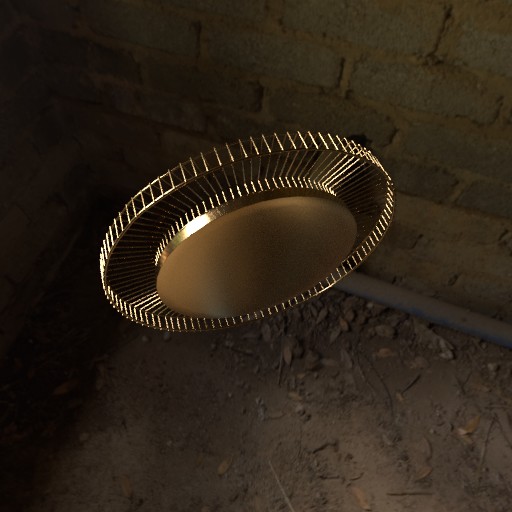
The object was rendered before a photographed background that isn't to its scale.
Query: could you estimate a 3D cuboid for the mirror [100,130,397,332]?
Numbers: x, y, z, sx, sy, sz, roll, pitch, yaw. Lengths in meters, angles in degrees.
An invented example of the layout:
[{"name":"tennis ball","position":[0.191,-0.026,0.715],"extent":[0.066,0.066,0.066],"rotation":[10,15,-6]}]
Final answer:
[{"name":"mirror","position":[0.000,0.000,1.062],"extent":[0.703,0.703,0.067],"rotation":[-15,59,-9]}]
